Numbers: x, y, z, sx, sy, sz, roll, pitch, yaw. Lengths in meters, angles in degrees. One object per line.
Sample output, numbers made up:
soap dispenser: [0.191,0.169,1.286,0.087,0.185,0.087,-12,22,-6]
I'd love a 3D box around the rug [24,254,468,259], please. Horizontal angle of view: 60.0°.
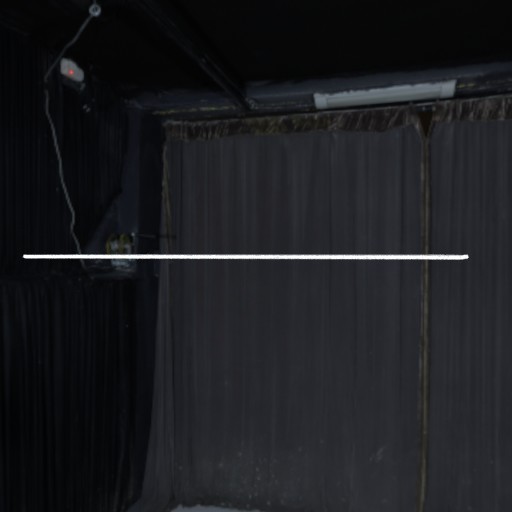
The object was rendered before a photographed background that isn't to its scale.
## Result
rug: [0.000,0.000,2.315,1.832,0.016,1.224,0,0,16]
